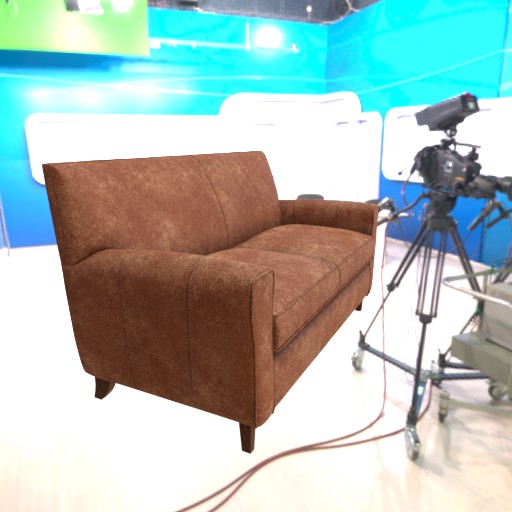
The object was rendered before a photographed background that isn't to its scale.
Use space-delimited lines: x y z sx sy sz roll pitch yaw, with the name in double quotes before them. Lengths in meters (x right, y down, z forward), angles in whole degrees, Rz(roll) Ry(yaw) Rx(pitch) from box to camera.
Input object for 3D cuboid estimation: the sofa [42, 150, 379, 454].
"sofa" 0.000 0.000 1.973 0.787 0.871 1.473 8 17 27
